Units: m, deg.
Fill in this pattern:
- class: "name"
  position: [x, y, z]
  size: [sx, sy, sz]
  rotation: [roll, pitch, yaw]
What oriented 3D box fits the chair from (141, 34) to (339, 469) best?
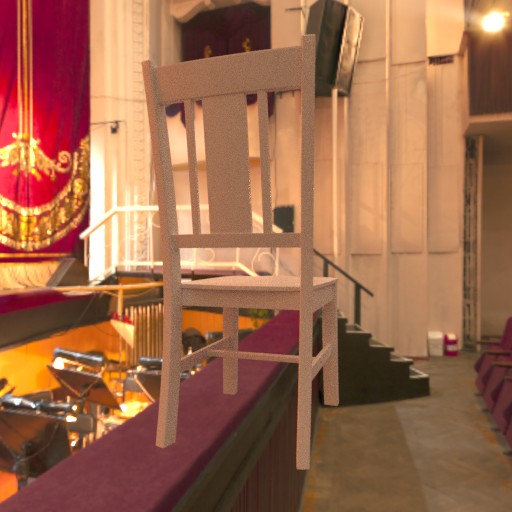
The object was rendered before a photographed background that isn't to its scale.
- class: "chair"
  position: [0.000, 0.000, 1.306]
  size: [0.450, 0.998, 0.555]
  rotation: [0, 0, 18]
